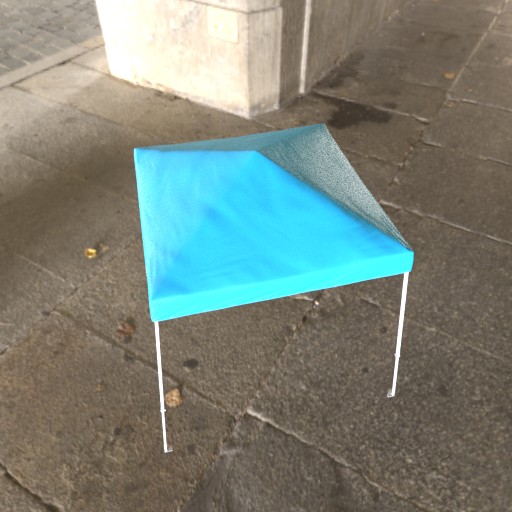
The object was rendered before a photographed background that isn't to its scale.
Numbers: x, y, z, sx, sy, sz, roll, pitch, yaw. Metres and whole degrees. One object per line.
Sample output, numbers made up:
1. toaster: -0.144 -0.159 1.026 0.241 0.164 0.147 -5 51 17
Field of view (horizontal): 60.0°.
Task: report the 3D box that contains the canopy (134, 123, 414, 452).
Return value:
1. canopy: 0.000 0.000 5.215 2.848 2.849 2.849 -10 47 -10
